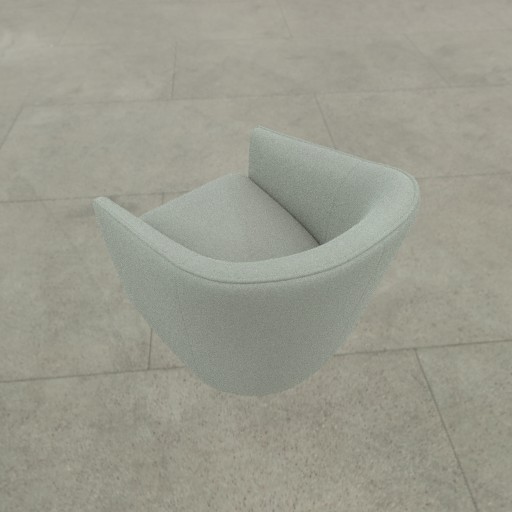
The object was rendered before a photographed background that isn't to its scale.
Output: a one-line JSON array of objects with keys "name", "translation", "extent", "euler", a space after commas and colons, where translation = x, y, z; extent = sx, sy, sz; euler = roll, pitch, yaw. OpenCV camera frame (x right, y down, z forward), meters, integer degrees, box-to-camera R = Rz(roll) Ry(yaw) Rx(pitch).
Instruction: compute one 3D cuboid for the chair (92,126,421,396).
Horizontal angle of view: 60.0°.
[{"name": "chair", "translation": [0.000, 0.000, 1.484], "extent": [0.747, 0.799, 0.875], "euler": [-32, 54, -27]}]
